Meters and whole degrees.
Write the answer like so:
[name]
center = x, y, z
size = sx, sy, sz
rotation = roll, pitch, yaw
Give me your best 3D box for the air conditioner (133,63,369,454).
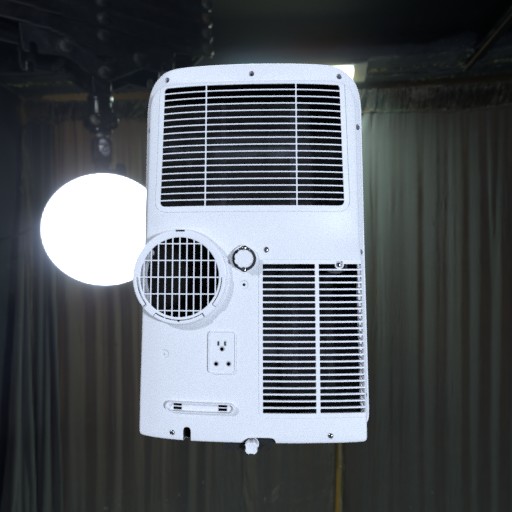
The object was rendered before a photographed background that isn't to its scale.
[air conditioner]
center = 0.000, 0.000, 1.044
size = 0.478, 0.765, 0.467
rotation = 0, -1, 3
